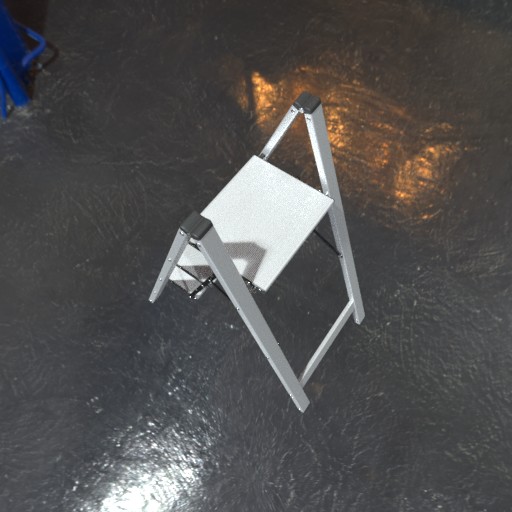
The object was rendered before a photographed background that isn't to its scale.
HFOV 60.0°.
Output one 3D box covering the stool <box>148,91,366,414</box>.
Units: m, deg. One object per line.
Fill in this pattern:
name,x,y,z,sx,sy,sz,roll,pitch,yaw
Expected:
stool,0.000,0.000,1.310,0.730,0.902,0.441,33,68,15
